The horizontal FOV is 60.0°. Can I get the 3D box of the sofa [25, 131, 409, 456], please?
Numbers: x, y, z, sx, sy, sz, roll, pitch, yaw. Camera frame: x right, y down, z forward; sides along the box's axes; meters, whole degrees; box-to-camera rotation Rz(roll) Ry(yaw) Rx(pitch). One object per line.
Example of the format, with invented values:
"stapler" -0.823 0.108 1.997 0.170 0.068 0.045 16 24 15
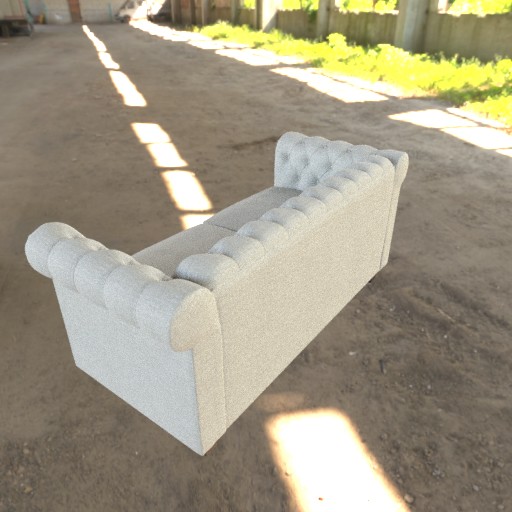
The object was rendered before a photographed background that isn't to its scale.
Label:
"sofa" 0.000 0.000 2.170 0.783 0.797 1.798 21 36 31
